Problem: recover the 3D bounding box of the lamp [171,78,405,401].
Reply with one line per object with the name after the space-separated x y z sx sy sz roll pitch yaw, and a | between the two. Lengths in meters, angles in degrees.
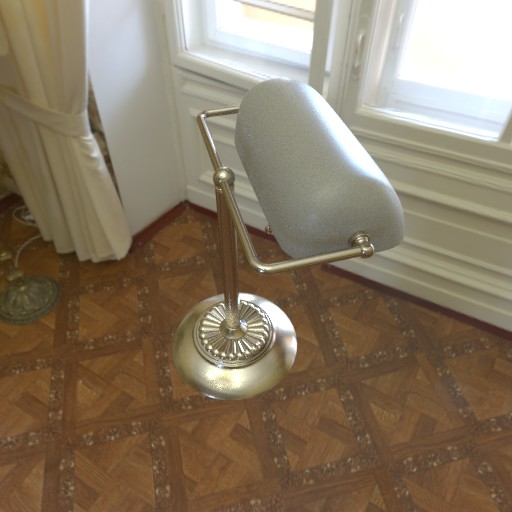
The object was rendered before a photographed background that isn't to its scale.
0.000 0.000 0.519 0.243 0.339 0.264 -11 48 -11 | lamp
